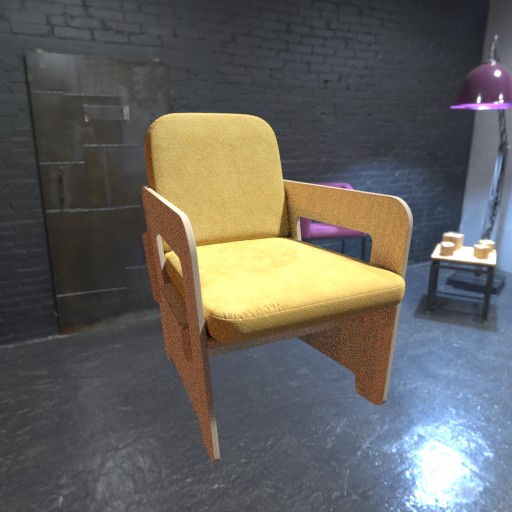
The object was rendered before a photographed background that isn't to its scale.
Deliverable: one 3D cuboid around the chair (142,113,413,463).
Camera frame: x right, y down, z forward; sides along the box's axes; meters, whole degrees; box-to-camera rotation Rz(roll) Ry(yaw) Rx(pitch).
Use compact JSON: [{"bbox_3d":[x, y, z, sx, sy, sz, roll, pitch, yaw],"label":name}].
[{"bbox_3d":[0.000,0.000,1.271,0.590,0.800,0.710,-8,17,-26],"label":"chair"}]
